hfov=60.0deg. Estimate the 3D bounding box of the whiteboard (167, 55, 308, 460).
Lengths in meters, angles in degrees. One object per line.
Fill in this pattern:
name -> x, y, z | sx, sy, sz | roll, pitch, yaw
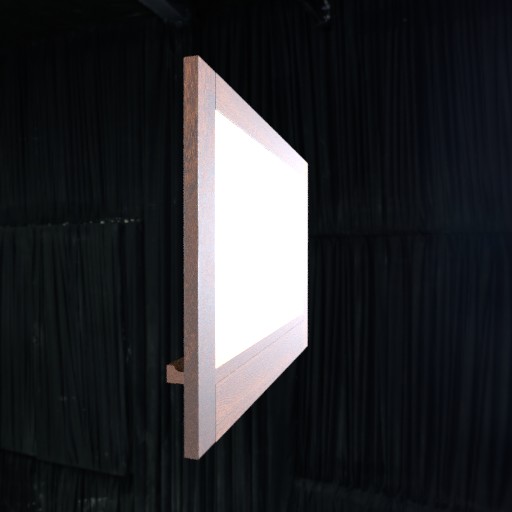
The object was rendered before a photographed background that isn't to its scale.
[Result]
whiteboard -> 0.000, 0.000, 0.997 | 0.083, 0.559, 0.783 | 0, 1, 18
